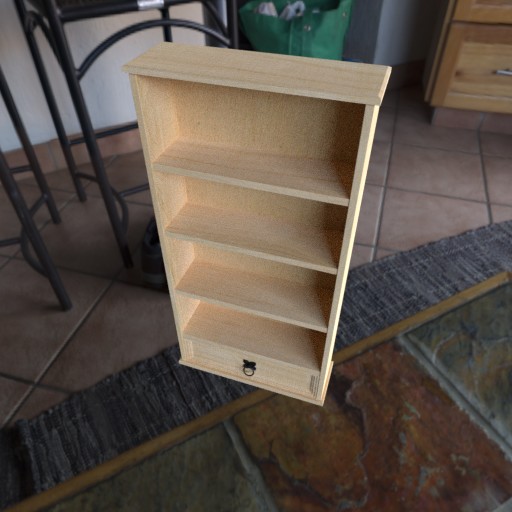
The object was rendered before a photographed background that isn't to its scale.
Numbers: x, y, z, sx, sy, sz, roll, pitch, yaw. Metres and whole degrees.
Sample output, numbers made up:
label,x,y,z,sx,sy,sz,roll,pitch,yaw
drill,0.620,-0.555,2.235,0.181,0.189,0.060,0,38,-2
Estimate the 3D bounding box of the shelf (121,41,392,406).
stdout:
label,x,y,z,sx,sy,sz,roll,pitch,yaw
shelf,0.000,0.000,1.237,0.520,1.030,0.175,13,43,14
